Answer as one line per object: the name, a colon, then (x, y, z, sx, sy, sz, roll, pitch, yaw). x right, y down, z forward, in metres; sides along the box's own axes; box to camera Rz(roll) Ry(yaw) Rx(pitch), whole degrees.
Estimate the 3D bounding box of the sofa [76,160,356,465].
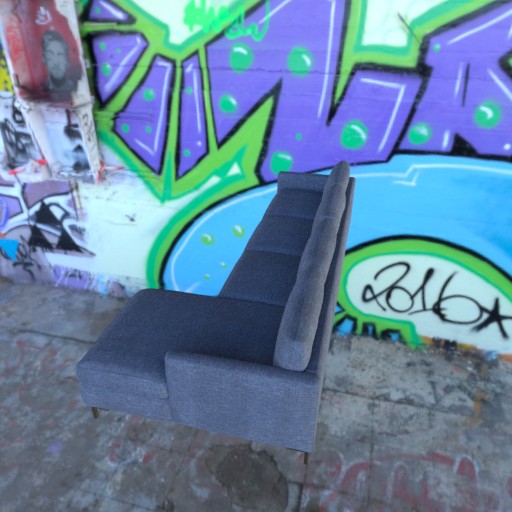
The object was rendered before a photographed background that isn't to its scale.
sofa: (0.000, 0.000, 3.505, 1.350, 0.810, 2.932, 7, 31, 12)
